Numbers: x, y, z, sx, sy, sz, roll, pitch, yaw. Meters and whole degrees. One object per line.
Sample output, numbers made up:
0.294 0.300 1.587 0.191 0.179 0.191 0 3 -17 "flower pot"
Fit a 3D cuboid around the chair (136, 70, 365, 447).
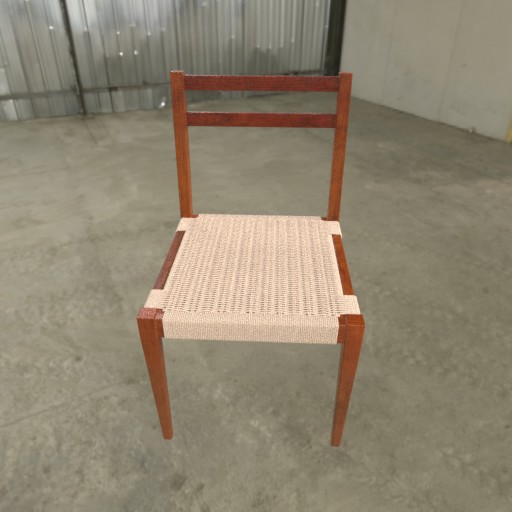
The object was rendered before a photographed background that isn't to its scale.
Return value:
0.000 0.000 1.201 0.495 0.851 0.569 1 32 2 "chair"
